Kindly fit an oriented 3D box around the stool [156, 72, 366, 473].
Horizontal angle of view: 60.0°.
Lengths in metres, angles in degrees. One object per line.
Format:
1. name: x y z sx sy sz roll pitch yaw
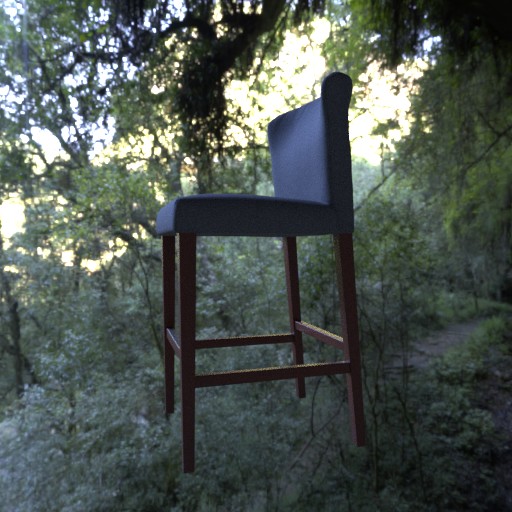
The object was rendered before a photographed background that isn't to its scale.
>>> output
1. stool: 0.000 0.000 1.372 0.568 1.069 0.481 0 2 -18
